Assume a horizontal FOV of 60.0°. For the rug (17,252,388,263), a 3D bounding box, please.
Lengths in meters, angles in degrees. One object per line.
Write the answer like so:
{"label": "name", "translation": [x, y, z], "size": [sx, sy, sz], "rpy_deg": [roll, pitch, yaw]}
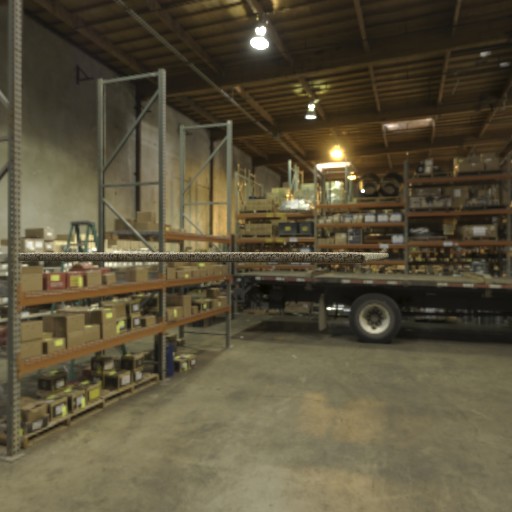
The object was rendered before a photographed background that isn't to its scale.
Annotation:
{"label": "rug", "translation": [0.000, 0.000, 2.232], "size": [1.219, 0.030, 1.778], "rpy_deg": [0, 0, 19]}
